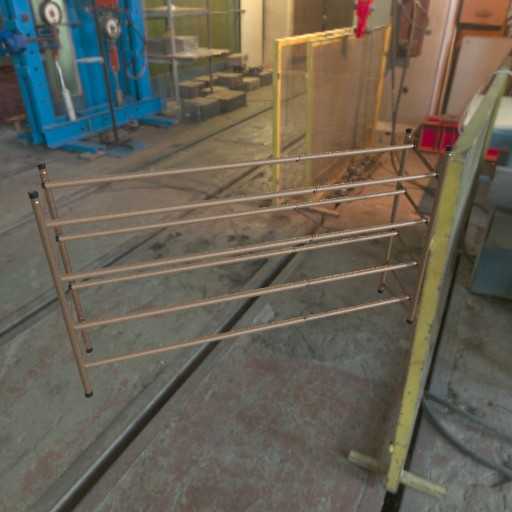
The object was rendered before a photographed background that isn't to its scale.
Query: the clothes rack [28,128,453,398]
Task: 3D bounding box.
[{"bbox_3d":[0.000,0.000,1.425,1.168,0.672,0.229,-9,32,-15],"label":"clothes rack"}]
